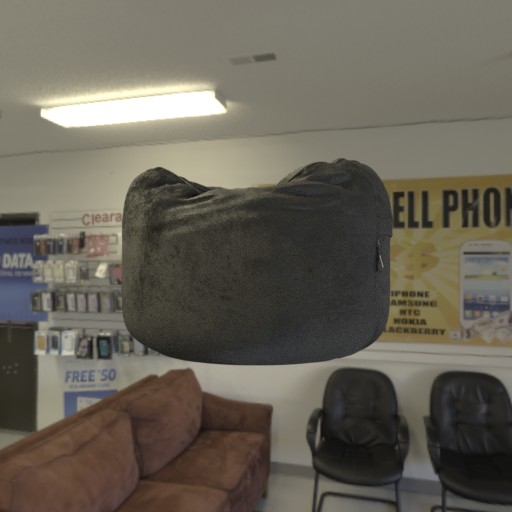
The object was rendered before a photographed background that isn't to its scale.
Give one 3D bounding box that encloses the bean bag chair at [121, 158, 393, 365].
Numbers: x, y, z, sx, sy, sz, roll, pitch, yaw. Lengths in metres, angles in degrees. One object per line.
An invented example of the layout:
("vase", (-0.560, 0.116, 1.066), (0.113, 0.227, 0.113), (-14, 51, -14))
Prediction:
("bean bag chair", (0.000, 0.000, 1.552), (0.918, 0.605, 0.918), (0, -1, 0))
